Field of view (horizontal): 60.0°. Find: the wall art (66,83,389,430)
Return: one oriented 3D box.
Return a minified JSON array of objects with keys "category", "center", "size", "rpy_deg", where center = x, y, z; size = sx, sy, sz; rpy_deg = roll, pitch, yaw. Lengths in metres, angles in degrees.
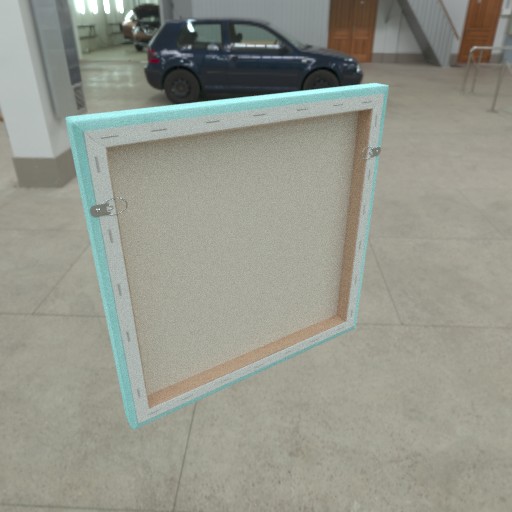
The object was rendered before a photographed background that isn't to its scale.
[{"category":"wall art","center":[0.000,0.000,1.127],"size":[0.765,0.766,0.054],"rpy_deg":[-17,34,-28]}]
